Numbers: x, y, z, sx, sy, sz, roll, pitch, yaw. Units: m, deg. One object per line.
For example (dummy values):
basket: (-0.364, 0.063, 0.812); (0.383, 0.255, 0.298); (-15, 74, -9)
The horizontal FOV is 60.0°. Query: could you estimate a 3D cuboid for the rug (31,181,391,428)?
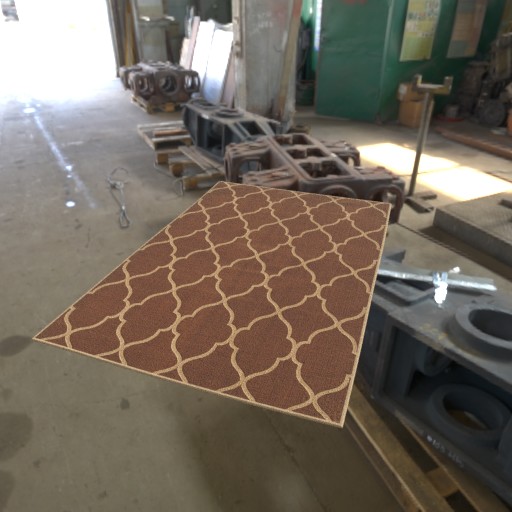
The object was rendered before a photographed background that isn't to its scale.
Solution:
rug: (0.000, 0.000, 2.858); (1.526, 0.014, 2.290); (10, 32, 17)
